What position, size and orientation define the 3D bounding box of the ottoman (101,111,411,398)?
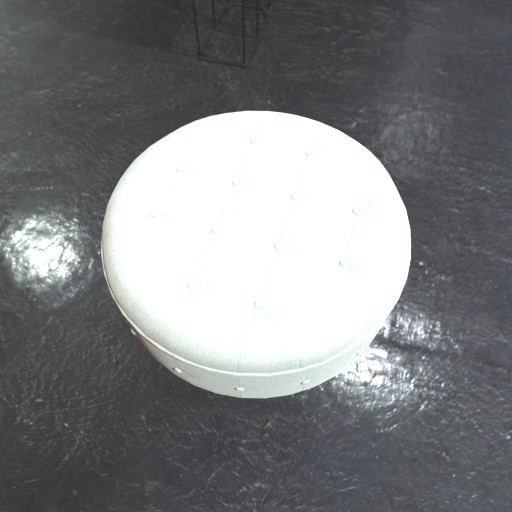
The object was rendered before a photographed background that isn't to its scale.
[{"bbox_3d":[0.000,0.000,1.373,0.850,0.483,0.850,0,58,0],"label":"ottoman"}]
